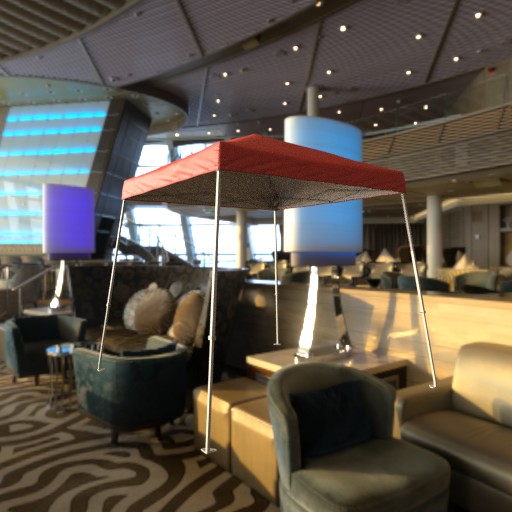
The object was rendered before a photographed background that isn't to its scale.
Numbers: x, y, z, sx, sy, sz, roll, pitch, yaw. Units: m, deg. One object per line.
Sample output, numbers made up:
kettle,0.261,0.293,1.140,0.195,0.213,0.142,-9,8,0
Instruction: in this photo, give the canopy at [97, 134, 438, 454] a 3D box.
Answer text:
canopy,0.000,0.000,6.539,3.600,3.600,3.599,0,0,-35
